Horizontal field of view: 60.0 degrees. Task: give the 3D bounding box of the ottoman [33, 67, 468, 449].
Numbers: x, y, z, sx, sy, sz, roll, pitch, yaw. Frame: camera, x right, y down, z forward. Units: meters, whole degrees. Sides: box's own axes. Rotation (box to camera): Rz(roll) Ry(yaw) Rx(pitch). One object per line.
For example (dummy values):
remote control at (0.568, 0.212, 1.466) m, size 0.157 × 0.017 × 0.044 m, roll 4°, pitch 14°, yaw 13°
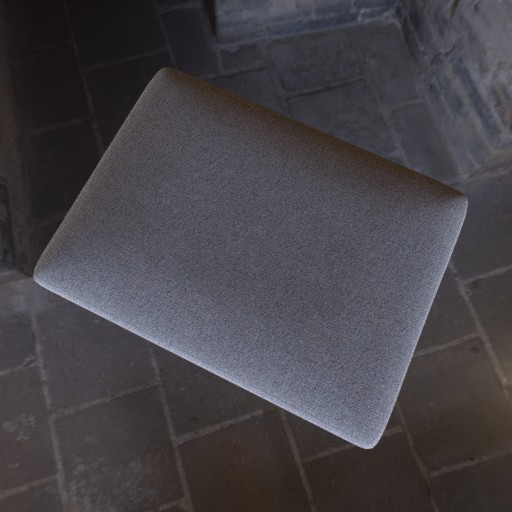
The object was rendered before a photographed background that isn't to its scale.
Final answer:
ottoman at (0.000, 0.000, 1.148) m, size 0.821 × 0.441 × 0.611 m, roll 25°, pitch 77°, yaw 6°
